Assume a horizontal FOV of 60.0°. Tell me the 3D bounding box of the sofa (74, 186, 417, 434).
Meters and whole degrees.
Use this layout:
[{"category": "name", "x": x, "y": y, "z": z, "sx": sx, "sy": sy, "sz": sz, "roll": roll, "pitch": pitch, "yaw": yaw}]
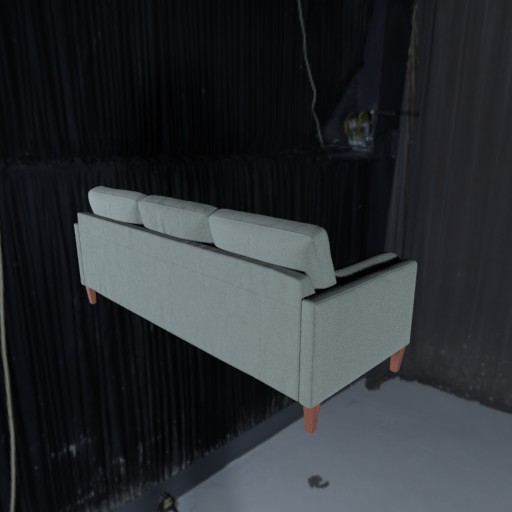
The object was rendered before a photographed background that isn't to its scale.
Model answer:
[{"category": "sofa", "x": 0.000, "y": 0.000, "z": 2.948, "sx": 1.506, "sy": 0.876, "sz": 2.178, "roll": -15, "pitch": 21, "yaw": -42}]
